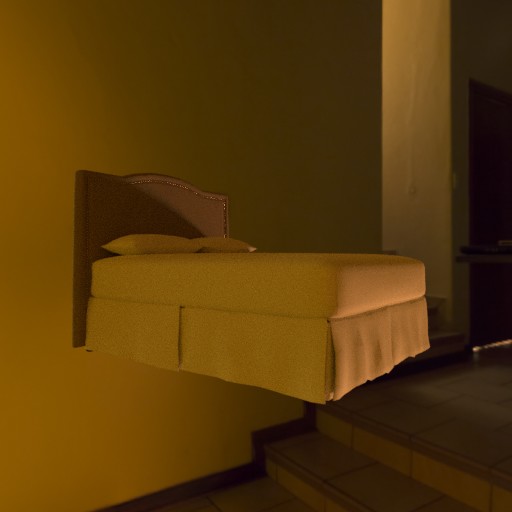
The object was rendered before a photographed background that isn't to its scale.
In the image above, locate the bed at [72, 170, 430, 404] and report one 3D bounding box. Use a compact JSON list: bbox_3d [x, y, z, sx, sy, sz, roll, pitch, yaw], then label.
[{"bbox_3d":[0.000,0.000,3.336,2.128,1.441,1.744,0,0,37],"label":"bed"}]
